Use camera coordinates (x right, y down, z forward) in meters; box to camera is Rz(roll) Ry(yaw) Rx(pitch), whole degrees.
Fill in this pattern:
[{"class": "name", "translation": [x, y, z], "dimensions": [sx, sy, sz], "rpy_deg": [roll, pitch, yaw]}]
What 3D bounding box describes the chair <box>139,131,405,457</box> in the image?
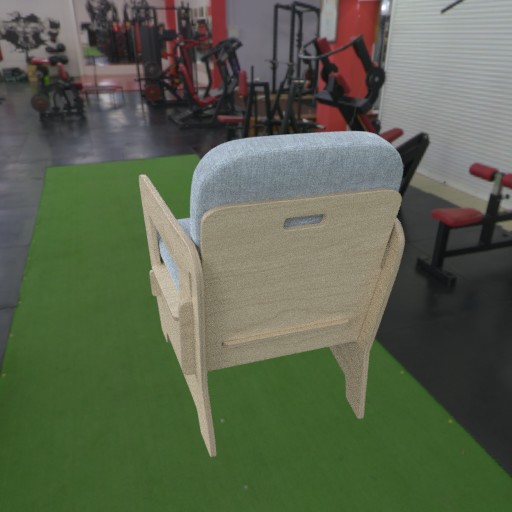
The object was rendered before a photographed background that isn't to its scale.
[{"class": "chair", "translation": [0.000, 0.000, 1.276], "dimensions": [0.590, 0.800, 0.710], "rpy_deg": [-8, 27, -15]}]
